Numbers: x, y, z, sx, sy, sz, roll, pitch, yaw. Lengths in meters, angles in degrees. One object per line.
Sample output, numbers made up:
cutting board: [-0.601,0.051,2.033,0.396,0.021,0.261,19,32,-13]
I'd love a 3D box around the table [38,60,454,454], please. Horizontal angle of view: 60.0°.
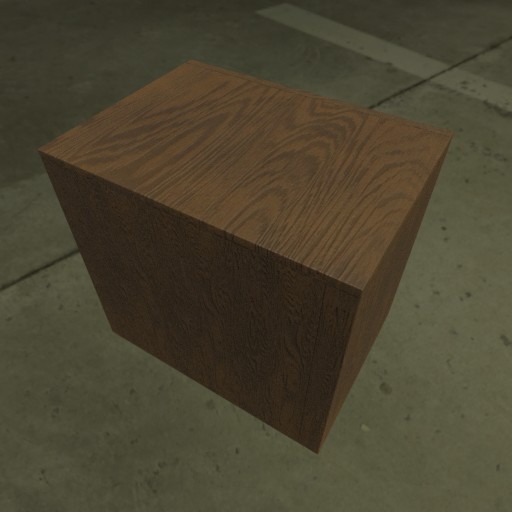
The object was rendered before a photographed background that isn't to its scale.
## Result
table: [0.000,0.000,0.954,0.560,0.585,0.439,24,51,21]
